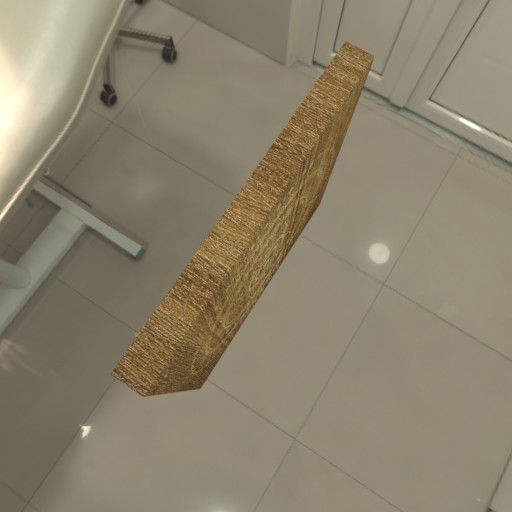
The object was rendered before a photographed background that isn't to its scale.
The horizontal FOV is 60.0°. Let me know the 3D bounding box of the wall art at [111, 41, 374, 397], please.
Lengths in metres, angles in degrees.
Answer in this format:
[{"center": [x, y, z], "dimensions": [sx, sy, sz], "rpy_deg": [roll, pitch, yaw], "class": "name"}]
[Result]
[{"center": [0.000, 0.000, 0.614], "dimensions": [0.039, 0.403, 0.406], "rpy_deg": [31, 76, 9], "class": "wall art"}]
